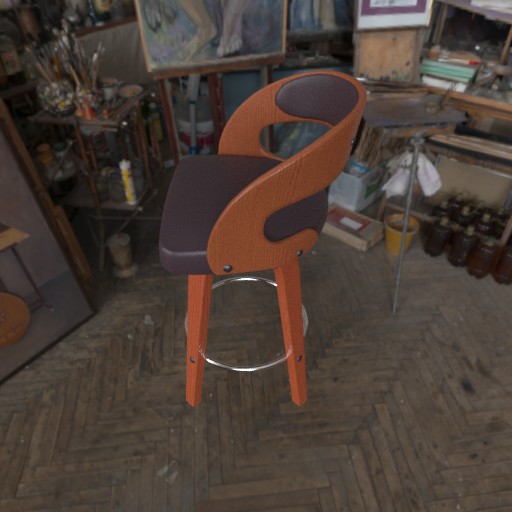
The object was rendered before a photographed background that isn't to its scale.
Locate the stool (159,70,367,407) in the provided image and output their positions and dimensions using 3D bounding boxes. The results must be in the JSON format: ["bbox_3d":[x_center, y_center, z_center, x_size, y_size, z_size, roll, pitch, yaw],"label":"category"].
[{"bbox_3d":[0.000,0.000,1.233,0.457,0.940,0.457,0,41,0],"label":"stool"}]
